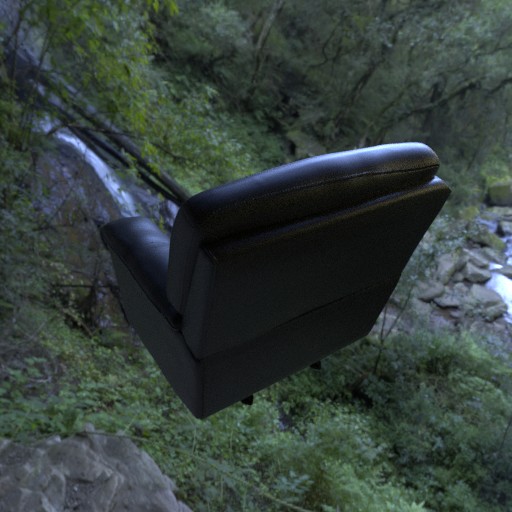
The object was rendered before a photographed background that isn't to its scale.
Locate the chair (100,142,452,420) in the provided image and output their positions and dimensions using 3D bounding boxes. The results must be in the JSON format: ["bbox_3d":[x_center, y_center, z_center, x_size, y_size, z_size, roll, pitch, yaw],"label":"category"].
[{"bbox_3d":[0.000,0.000,1.955,1.096,1.109,1.087,-18,35,-29],"label":"chair"}]
